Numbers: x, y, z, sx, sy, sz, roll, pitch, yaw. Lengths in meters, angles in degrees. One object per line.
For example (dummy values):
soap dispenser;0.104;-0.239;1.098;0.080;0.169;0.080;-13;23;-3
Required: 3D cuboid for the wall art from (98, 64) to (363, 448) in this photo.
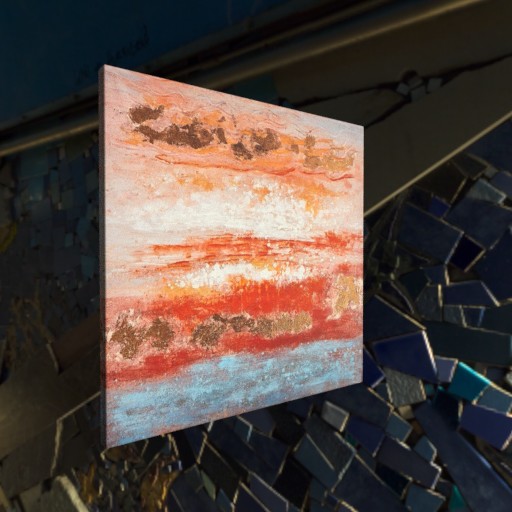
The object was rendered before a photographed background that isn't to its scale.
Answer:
wall art;0.000;0.000;1.089;0.747;0.747;0.035;-1;1;-36
